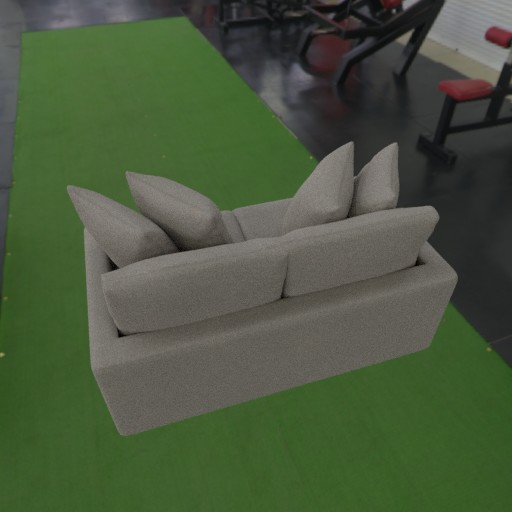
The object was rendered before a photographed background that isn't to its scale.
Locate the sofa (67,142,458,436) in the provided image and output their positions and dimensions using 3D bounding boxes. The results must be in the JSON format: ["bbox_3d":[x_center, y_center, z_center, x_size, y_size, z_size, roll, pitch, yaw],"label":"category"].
[{"bbox_3d":[0.000,0.000,2.591,1.869,1.080,1.228,-12,43,-13],"label":"sofa"}]
